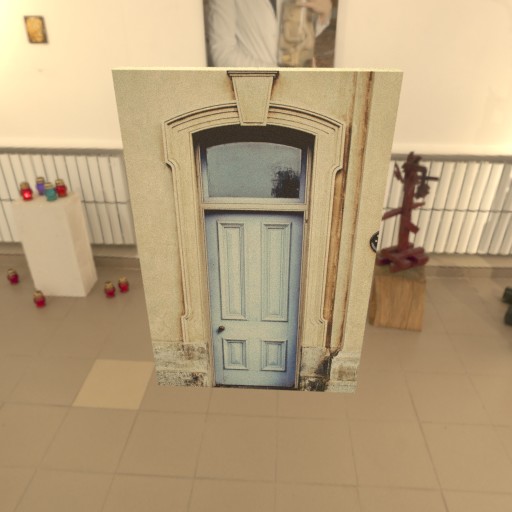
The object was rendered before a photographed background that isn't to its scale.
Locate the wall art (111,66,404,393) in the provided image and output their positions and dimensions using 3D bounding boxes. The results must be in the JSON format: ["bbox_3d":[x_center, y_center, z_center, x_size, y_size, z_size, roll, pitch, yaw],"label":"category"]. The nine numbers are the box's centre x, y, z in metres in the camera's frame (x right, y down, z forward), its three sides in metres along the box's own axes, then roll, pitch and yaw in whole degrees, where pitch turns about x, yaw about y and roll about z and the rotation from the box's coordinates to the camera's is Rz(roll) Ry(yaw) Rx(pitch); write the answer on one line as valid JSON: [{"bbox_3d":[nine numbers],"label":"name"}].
[{"bbox_3d":[0.000,0.000,0.775,0.403,0.607,0.036,1,29,3],"label":"wall art"}]
